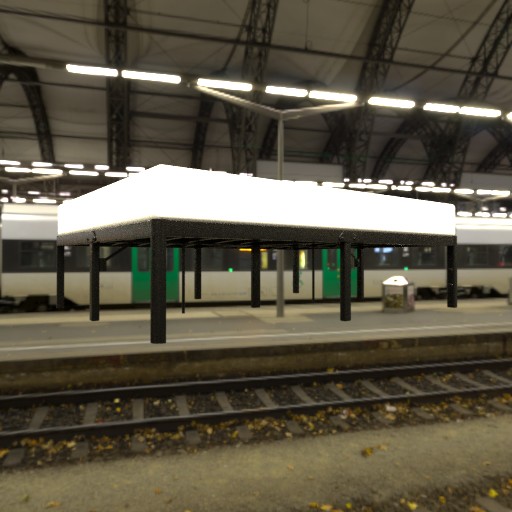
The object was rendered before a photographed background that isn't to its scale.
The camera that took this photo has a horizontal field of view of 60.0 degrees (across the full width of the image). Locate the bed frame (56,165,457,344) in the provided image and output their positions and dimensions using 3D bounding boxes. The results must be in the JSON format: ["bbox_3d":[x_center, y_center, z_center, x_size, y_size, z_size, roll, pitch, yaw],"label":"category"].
[{"bbox_3d":[0.000,0.000,2.832,2.072,0.659,1.557,0,-1,-37],"label":"bed frame"}]
